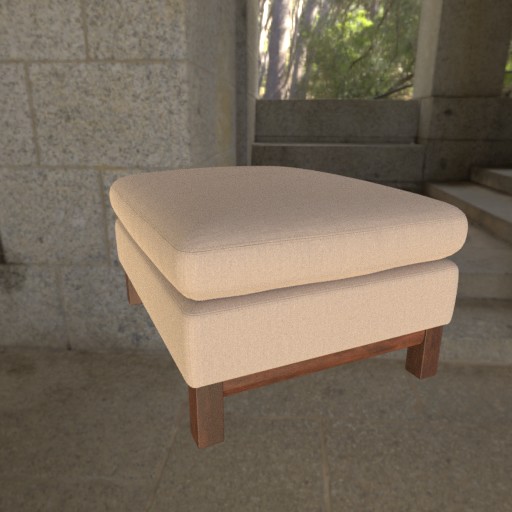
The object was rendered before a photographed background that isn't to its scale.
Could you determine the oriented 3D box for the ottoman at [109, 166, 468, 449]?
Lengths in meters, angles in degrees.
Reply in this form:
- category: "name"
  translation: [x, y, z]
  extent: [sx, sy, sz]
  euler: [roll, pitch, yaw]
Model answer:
- category: "ottoman"
  translation: [0.000, 0.000, 1.112]
  extent: [0.606, 0.420, 0.771]
  euler: [-8, 19, -24]
